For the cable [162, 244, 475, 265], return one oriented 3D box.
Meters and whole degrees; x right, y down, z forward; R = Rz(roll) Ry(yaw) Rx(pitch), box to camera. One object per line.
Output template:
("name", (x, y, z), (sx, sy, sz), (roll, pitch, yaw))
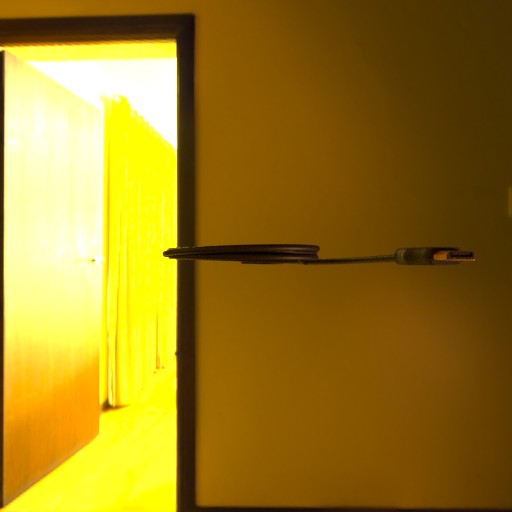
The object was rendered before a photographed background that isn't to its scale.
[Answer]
("cable", (0.000, 0.000, 0.329), (0.136, 0.015, 0.281), (0, 0, -18))
